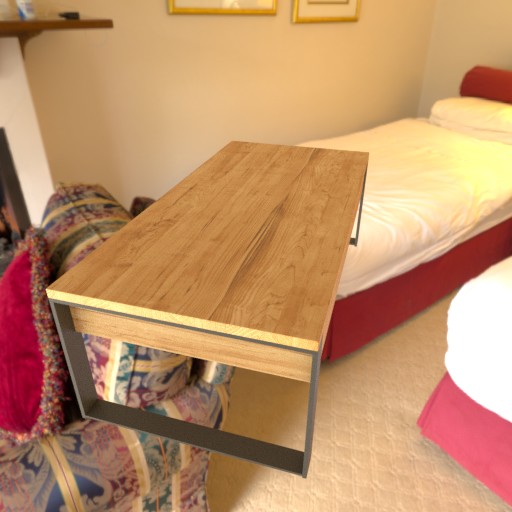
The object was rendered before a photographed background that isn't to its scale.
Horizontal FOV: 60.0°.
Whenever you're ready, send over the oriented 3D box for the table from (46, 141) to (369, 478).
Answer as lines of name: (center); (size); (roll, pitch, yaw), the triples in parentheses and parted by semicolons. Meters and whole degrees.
table: (0.000, 0.000, 1.452); (0.590, 0.400, 1.180); (9, 31, 14)
